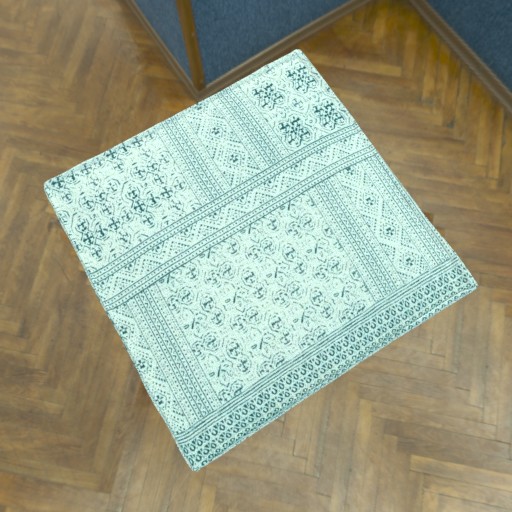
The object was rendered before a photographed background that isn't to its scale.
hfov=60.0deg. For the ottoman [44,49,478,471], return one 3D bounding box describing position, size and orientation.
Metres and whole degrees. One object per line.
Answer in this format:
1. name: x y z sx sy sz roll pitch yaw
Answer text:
1. ottoman: 0.000 0.000 1.021 0.626 0.439 0.617 -31 78 -7
